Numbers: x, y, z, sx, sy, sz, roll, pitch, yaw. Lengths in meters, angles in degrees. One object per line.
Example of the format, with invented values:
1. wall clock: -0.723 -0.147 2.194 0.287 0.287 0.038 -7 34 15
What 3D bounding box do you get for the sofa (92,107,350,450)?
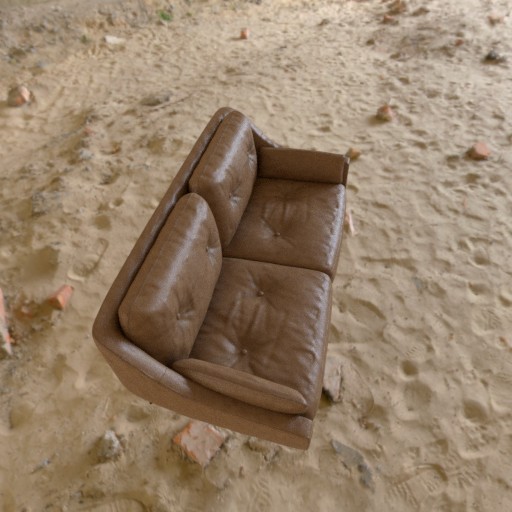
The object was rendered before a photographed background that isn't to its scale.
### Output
1. sofa: 0.000 0.000 2.407 0.904 0.839 1.902 9 47 9
